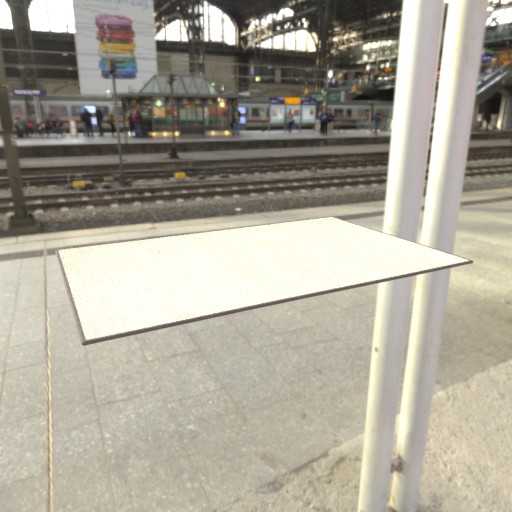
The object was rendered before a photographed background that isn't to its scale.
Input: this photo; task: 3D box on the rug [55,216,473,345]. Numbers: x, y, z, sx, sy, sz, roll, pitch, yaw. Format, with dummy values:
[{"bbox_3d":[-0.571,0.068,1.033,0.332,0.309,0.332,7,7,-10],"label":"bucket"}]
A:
[{"bbox_3d":[0.000,0.000,2.092,1.676,0.013,1.067,-9,19,-26],"label":"rug"}]
